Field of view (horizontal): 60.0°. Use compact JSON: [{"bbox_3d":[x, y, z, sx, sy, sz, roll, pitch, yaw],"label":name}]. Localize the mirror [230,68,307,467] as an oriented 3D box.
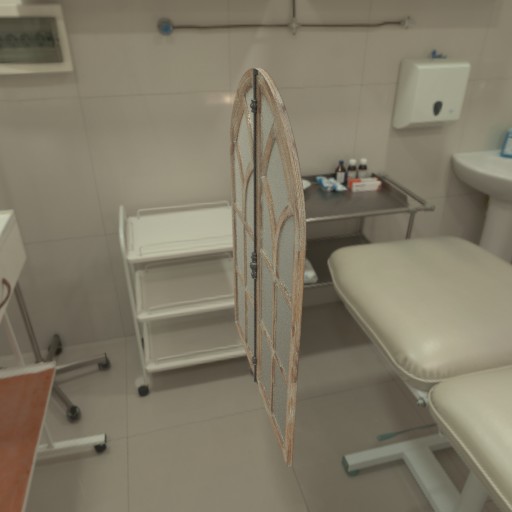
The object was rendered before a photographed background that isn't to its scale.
[{"bbox_3d":[0.000,0.000,1.168,0.032,0.915,0.609,-8,31,-13],"label":"mirror"}]
